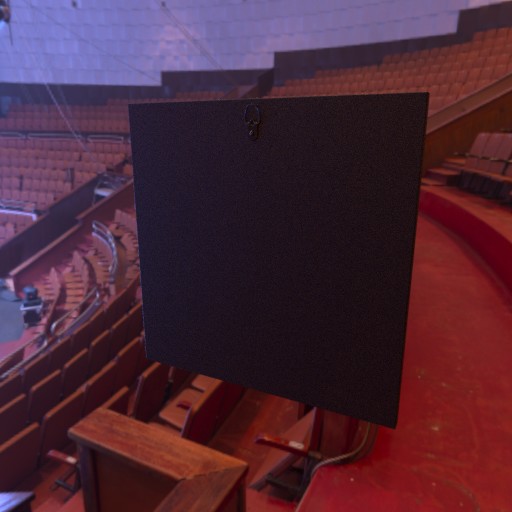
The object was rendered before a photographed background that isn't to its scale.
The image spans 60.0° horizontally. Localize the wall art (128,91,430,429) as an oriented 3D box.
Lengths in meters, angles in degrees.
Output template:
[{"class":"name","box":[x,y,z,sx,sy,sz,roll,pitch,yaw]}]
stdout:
[{"class":"wall art","box":[0.000,0.000,1.203,0.805,0.807,0.043,8,17,26]}]
